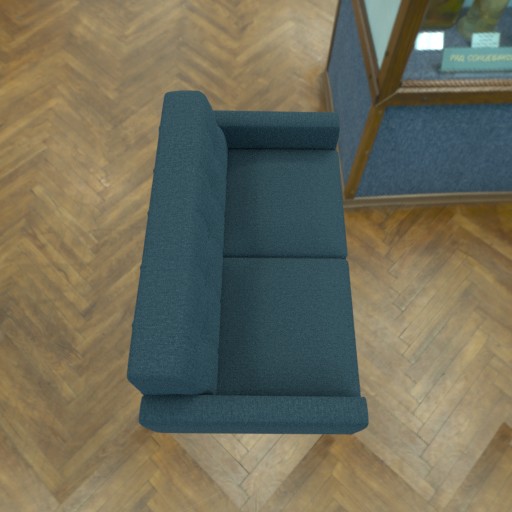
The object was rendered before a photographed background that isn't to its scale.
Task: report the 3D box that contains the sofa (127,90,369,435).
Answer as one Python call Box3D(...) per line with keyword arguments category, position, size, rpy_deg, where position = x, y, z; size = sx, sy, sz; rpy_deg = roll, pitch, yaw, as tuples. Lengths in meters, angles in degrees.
Box3D(category="sofa", position=(0.000, 0.000, 2.245), size=(0.942, 0.896, 1.651), rpy_deg=(0, 64, 0))
